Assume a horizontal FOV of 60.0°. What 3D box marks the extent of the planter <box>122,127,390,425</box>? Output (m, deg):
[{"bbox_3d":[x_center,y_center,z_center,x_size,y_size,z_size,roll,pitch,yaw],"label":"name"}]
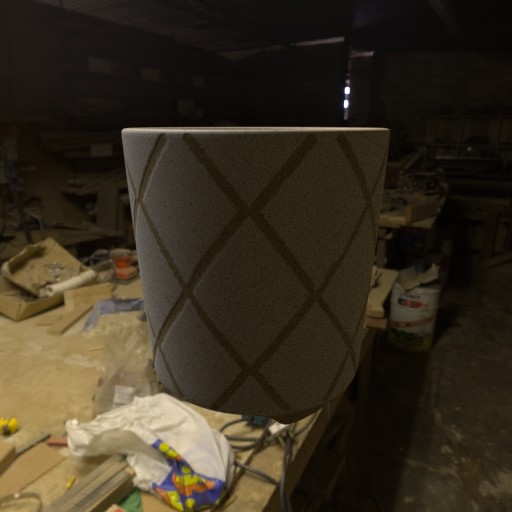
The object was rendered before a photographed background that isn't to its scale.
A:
[{"bbox_3d":[0.000,0.000,0.424,0.228,0.235,0.228,0,17,0],"label":"planter"}]
